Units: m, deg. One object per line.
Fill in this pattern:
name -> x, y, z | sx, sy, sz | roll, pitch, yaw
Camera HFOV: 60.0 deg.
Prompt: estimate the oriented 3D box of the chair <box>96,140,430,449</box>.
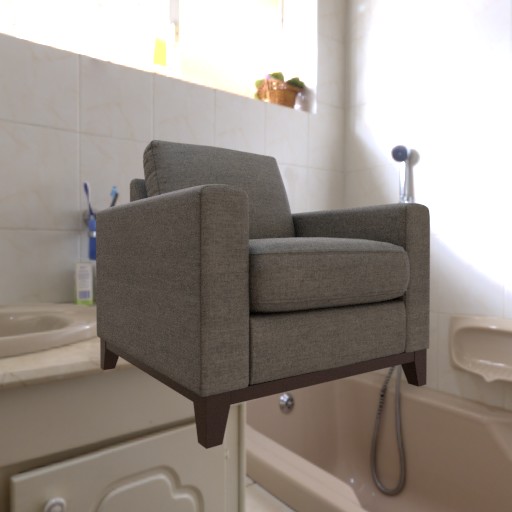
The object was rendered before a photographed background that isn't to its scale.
chair -> 0.000, 0.000, 1.841 | 1.024, 1.010, 1.038 | -1, 1, -35
